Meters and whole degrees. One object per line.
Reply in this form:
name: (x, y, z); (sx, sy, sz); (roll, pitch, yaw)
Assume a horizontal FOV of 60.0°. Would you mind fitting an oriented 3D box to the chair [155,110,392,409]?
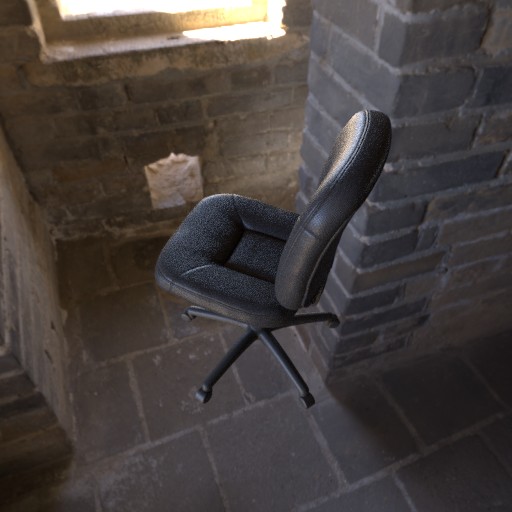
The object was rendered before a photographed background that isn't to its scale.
chair: (0.000, 0.000, 1.414); (0.646, 0.959, 0.647); (15, 48, 15)
